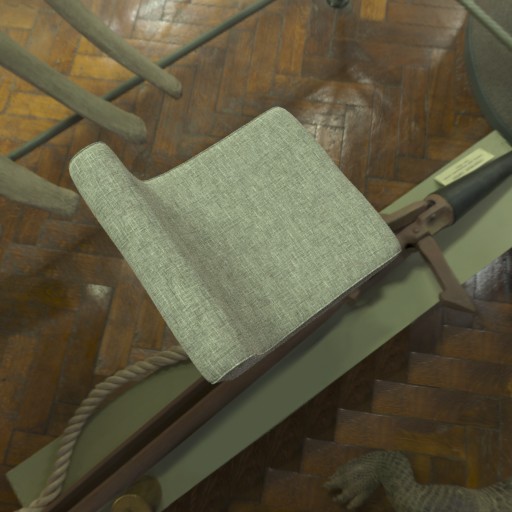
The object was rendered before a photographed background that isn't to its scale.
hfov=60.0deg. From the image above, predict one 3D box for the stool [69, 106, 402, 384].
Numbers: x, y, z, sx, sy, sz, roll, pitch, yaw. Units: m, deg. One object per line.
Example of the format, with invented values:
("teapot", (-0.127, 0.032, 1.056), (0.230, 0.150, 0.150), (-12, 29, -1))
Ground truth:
("stool", (0.000, 0.000, 1.069), (0.459, 0.835, 0.417), (-35, 77, -9))
